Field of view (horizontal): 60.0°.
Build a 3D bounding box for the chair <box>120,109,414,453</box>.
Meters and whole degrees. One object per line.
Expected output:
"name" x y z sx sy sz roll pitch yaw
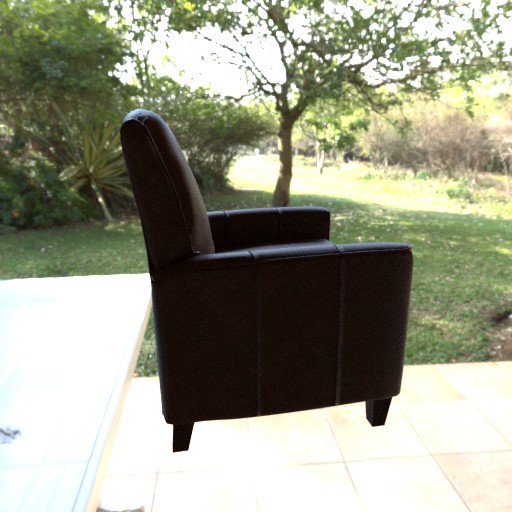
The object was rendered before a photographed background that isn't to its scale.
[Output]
"chair" 0.000 0.000 1.627 0.850 1.010 0.839 -3 15 -11
